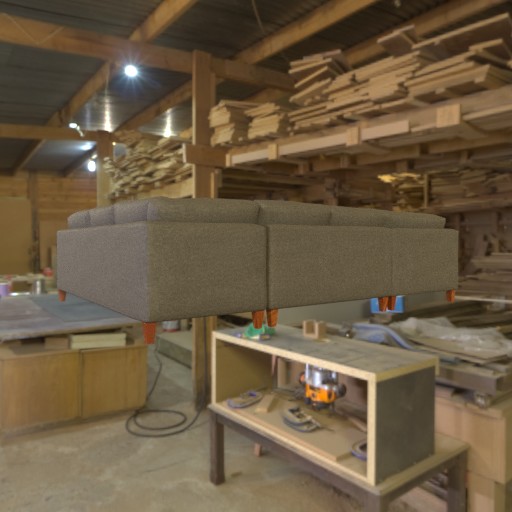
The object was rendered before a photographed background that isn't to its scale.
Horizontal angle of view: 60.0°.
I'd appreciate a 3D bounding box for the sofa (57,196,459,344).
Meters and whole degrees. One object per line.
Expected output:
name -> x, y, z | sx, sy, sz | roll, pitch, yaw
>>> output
sofa -> 0.000, 0.000, 4.693 | 3.460, 0.961, 2.594 | -1, 2, -35
